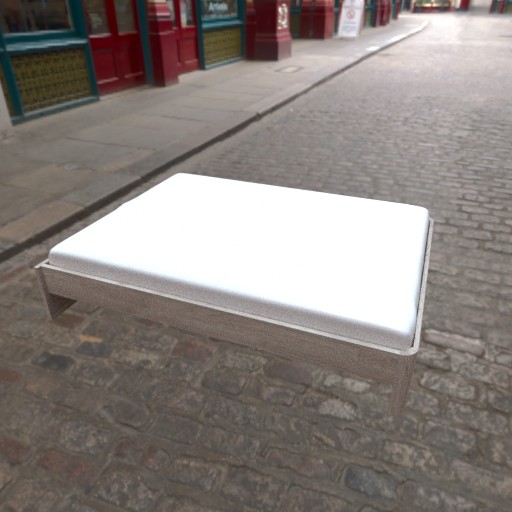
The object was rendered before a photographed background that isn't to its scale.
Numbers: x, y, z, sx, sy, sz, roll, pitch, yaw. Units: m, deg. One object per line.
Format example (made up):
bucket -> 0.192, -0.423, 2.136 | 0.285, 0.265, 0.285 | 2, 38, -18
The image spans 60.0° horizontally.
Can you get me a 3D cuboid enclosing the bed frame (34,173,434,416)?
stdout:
bed frame -> 0.000, 0.000, 2.704 | 1.950, 0.462, 1.490 | 11, 31, 19
